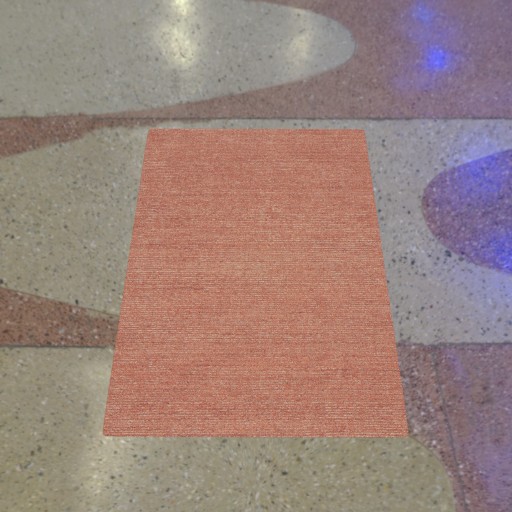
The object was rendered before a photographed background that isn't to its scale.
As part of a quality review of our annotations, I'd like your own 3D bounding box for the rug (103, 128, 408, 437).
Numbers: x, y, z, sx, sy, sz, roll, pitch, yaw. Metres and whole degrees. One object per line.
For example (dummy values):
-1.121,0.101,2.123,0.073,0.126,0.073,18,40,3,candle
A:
0.000,0.000,2.780,1.594,0.009,2.112,0,62,0,rug
